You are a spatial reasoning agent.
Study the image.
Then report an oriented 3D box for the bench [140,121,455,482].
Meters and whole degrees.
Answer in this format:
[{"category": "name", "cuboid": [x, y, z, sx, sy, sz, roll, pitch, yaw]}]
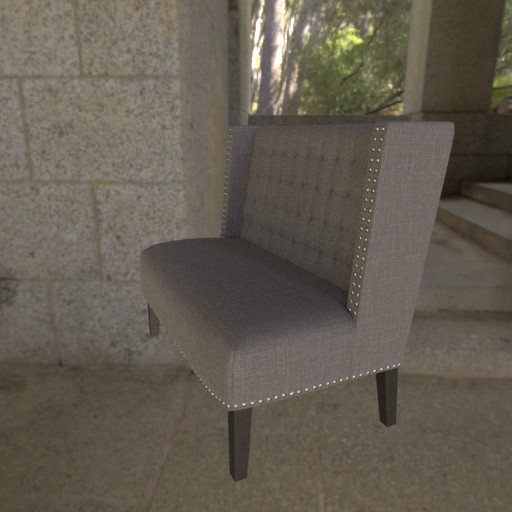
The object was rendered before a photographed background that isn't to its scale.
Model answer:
[{"category": "bench", "cuboid": [0.000, 0.000, 1.957, 0.842, 1.121, 1.276, -7, 17, -25]}]
